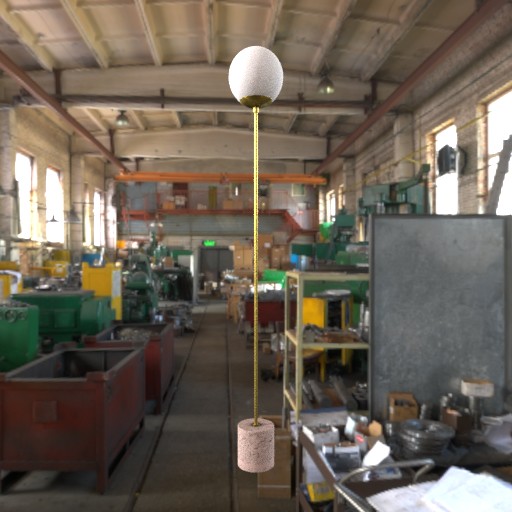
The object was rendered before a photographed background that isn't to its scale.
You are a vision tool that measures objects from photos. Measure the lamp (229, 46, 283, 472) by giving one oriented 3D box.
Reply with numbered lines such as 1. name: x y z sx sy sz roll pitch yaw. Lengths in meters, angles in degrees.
1. lamp: 0.000 0.000 1.866 0.229 1.748 0.229 0 0 -38
